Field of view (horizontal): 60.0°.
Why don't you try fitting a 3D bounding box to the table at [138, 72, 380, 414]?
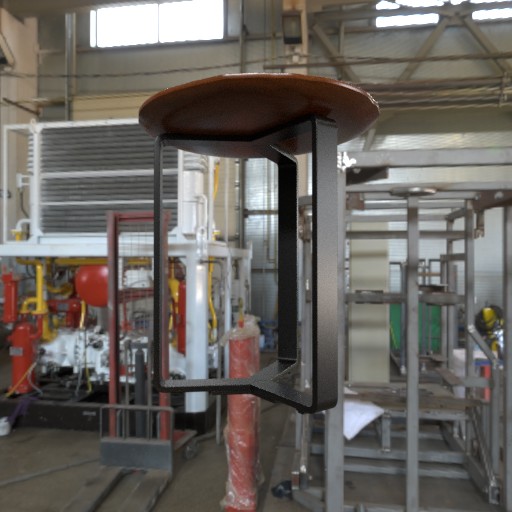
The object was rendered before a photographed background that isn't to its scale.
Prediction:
[{"bbox_3d":[0.000,0.000,0.744,0.380,0.450,0.410,0,-1,-36],"label":"table"}]
